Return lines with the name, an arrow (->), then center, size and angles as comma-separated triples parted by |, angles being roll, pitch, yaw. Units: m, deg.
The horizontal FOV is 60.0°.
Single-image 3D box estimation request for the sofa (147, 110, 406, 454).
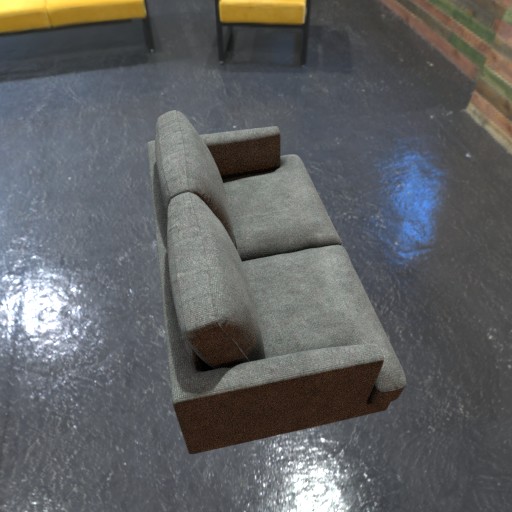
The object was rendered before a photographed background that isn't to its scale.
sofa -> 0.000, 0.000, 2.175 | 0.903, 0.956, 1.582 | -9, 49, -8
